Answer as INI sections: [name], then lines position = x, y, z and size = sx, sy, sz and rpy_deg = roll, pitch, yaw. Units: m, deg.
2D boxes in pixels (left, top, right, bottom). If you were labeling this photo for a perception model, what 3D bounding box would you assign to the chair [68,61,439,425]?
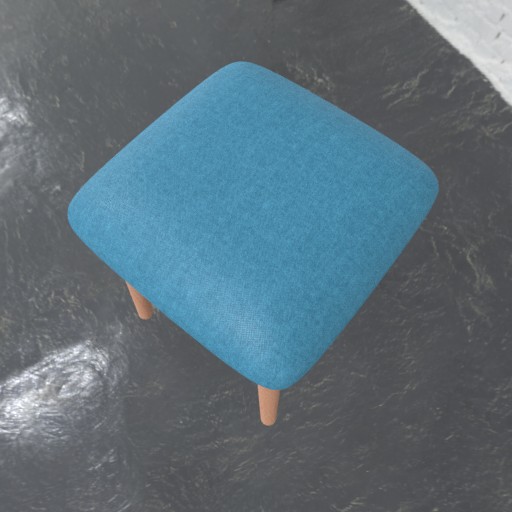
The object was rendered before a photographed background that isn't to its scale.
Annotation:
[chair]
position = 0.000, 0.000, 0.705
size = 0.360, 0.450, 0.360
rpy_deg = 36, 70, 16
